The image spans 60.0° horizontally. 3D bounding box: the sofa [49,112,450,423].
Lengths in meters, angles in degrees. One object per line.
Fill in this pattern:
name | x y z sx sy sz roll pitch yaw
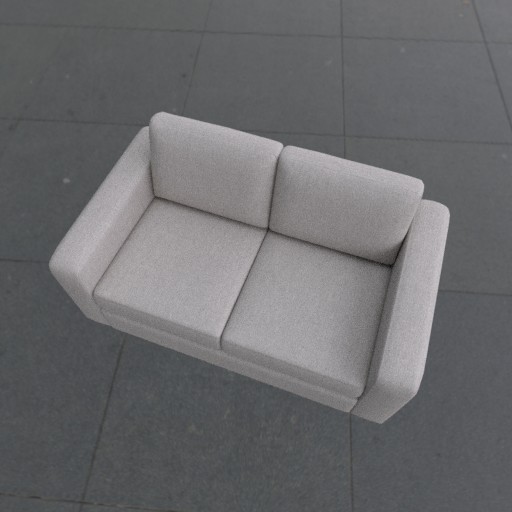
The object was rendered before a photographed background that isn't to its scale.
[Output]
sofa | 0.000 0.000 2.035 1.540 0.800 0.900 17 60 10
